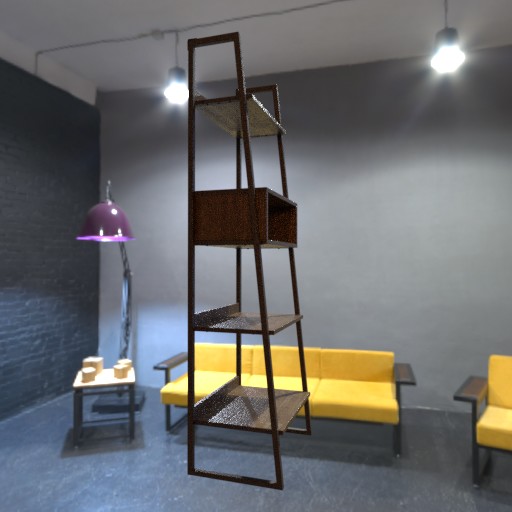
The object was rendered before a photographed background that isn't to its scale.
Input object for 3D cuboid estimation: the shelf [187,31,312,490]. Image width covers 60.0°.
[{"bbox_3d":[0.000,0.000,2.277,0.454,2.005,0.652,0,-1,18],"label":"shelf"}]
